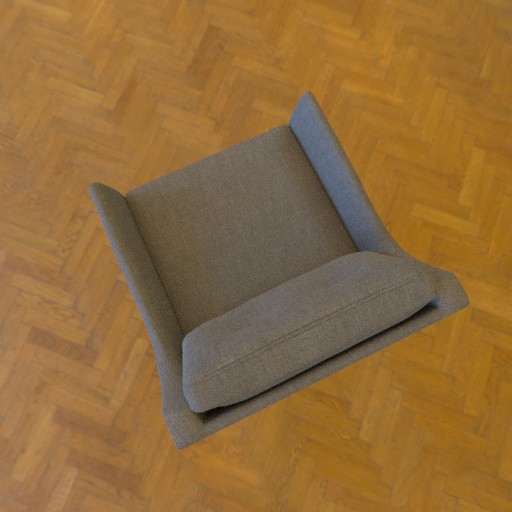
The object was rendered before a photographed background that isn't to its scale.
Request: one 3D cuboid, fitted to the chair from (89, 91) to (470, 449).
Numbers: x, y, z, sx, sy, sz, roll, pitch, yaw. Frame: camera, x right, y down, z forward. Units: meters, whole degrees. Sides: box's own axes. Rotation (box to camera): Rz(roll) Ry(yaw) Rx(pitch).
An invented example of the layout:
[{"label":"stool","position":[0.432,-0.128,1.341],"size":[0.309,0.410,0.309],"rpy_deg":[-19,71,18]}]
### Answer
[{"label":"chair","position":[0.000,0.000,1.500],"size":[0.847,0.828,0.849],"rpy_deg":[-25,77,-6]}]
